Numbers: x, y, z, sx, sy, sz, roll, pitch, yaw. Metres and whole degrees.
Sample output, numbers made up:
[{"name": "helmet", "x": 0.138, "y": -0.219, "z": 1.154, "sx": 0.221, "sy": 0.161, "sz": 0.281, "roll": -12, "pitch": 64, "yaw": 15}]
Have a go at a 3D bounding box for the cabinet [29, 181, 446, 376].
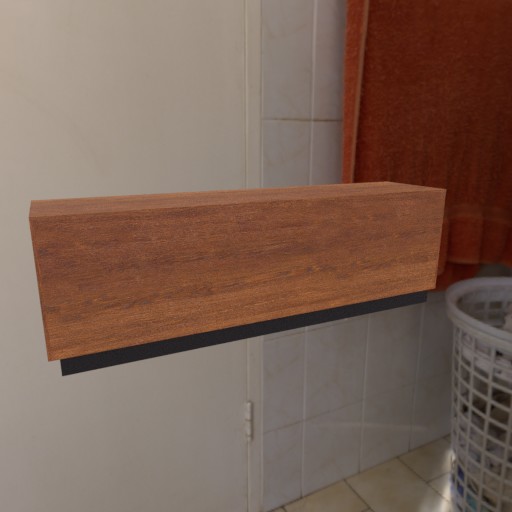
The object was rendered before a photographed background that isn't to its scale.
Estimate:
[{"name": "cabinet", "x": 0.000, "y": 0.000, "z": 1.817, "sx": 1.600, "sy": 0.510, "sz": 0.419, "roll": -7, "pitch": 17, "yaw": -24}]
